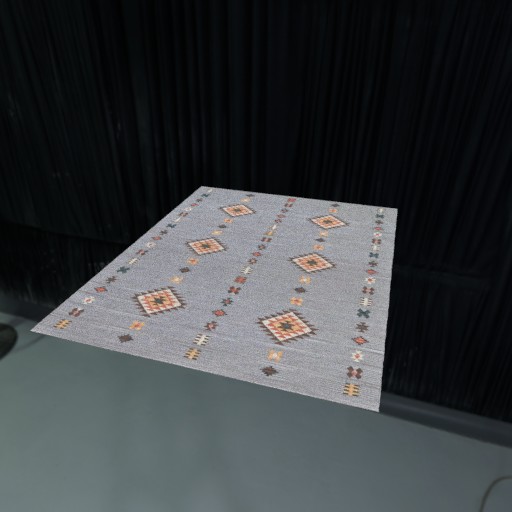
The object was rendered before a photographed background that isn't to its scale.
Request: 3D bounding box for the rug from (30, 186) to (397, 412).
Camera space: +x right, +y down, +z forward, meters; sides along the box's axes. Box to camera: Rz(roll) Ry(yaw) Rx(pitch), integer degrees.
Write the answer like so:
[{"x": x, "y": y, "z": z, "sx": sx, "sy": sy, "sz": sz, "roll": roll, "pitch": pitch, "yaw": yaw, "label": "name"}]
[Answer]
[{"x": 0.000, "y": 0.000, "z": 4.106, "sx": 2.425, "sy": 0.008, "sz": 3.035, "roll": 9, "pitch": 31, "yaw": 15, "label": "rug"}]
